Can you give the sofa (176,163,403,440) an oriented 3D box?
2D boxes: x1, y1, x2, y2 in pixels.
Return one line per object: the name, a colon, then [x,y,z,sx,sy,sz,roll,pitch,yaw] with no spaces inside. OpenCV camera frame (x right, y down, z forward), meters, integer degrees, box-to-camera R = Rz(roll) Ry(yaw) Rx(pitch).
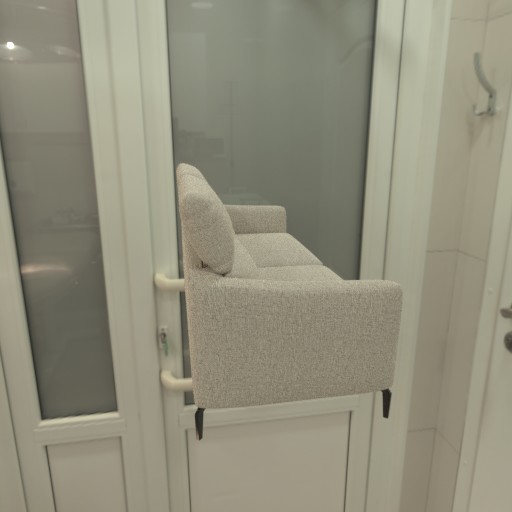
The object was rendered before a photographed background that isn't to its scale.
sofa: [0.000,0.000,2.551,0.856,0.956,2.015,-3,16,-10]
